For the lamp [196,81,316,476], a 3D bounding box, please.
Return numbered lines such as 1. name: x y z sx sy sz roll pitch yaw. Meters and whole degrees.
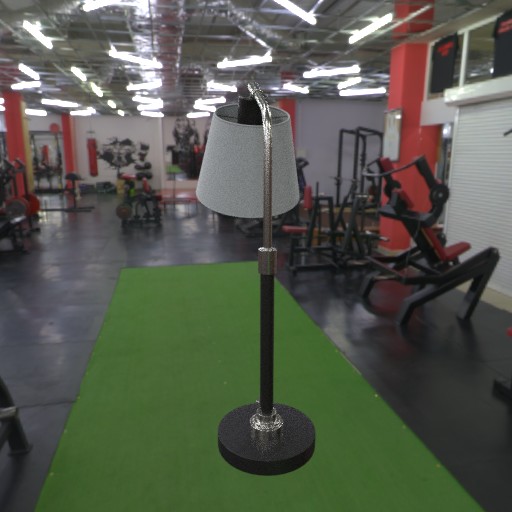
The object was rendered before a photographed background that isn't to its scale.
1. lamp: 0.000 0.000 0.714 0.181 0.539 0.348 -2 13 -9
